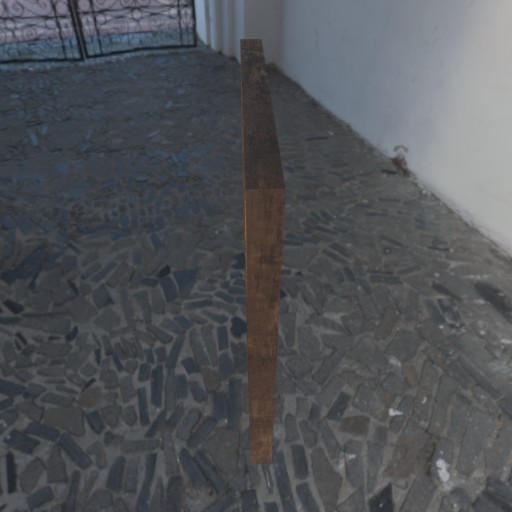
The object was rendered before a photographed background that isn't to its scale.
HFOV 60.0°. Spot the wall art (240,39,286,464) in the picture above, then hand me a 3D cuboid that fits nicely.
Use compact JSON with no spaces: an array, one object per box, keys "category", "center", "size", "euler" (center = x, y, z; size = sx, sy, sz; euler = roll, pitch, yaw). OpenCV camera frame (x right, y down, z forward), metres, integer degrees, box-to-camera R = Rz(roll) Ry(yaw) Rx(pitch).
[{"category":"wall art","center":[0.000,0.000,0.544],"size":[0.027,0.406,0.329],"euler":[-1,42,-2]}]
